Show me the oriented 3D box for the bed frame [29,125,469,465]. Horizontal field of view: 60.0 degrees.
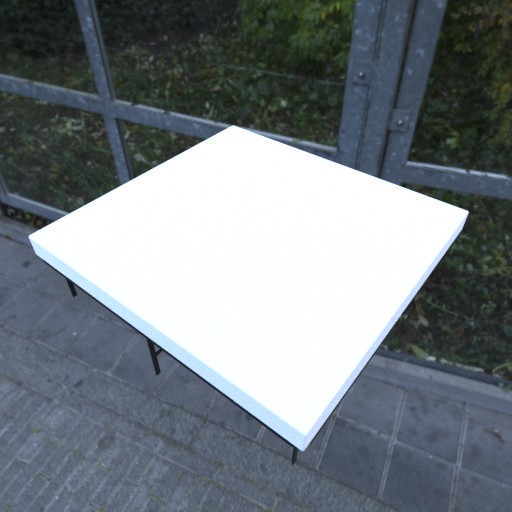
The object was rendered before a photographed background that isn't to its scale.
[{"bbox_3d":[0.000,0.000,2.991,2.032,0.559,1.930,28,49,27],"label":"bed frame"}]
